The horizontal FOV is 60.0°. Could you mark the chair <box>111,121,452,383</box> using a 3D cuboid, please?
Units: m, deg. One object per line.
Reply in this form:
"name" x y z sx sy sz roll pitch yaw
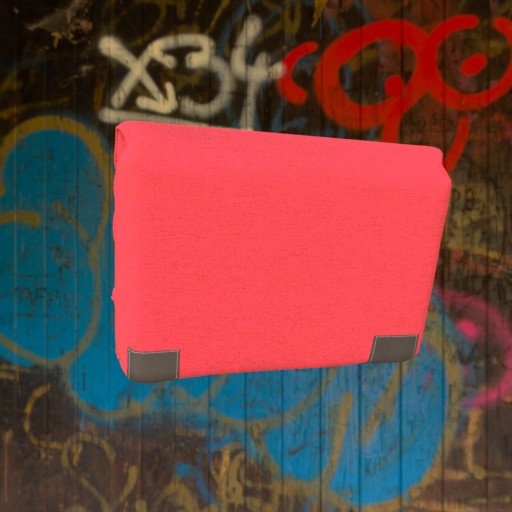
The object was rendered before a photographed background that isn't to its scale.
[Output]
"chair" 0.000 0.000 1.325 0.820 0.580 0.780 0 0 -17
